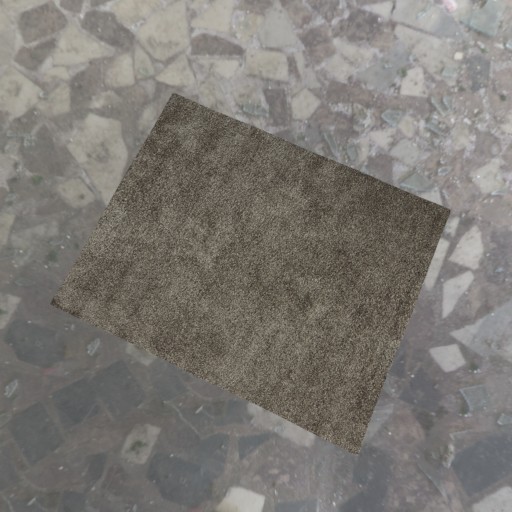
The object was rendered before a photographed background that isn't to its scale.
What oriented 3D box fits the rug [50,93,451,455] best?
[{"bbox_3d":[0.000,0.000,4.127,3.000,0.025,2.401,24,77,6],"label":"rug"}]
